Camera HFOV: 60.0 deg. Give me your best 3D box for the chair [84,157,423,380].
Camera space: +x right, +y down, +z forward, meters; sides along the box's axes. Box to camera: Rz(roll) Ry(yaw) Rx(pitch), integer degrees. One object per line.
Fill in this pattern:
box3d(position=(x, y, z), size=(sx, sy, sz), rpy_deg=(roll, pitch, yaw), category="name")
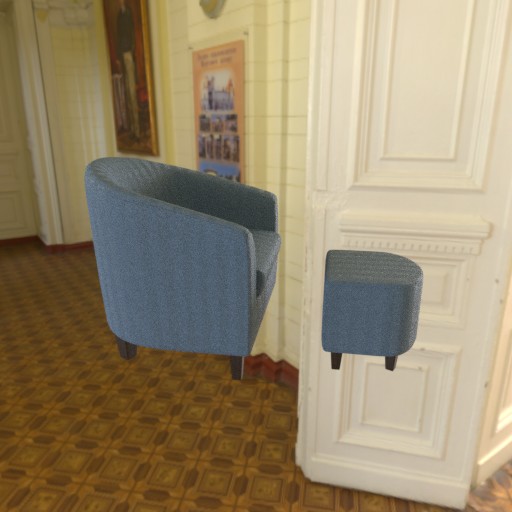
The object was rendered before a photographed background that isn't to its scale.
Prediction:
box3d(position=(0.000, 0.000, 1.782), size=(1.288, 0.757, 0.756), rpy_deg=(3, 18, 9), category="chair")
